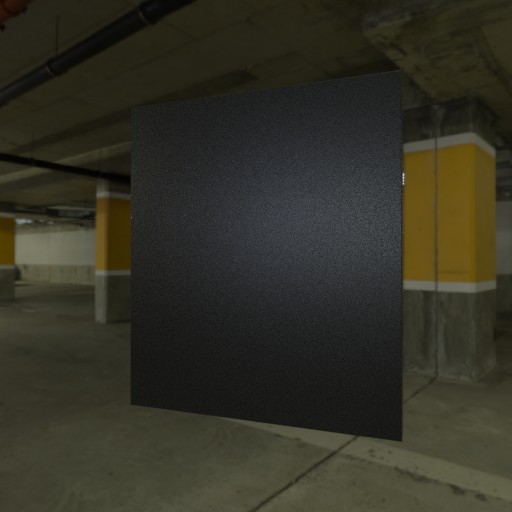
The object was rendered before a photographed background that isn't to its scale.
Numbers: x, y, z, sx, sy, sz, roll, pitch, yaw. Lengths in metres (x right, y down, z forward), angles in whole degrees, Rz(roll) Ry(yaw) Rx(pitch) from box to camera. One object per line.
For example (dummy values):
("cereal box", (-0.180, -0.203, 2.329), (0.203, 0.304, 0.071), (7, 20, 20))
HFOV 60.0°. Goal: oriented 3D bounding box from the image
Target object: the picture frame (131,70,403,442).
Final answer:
("picture frame", (0.000, 0.000, 0.523), (0.328, 0.378, 0.034), (0, 0, 20))
